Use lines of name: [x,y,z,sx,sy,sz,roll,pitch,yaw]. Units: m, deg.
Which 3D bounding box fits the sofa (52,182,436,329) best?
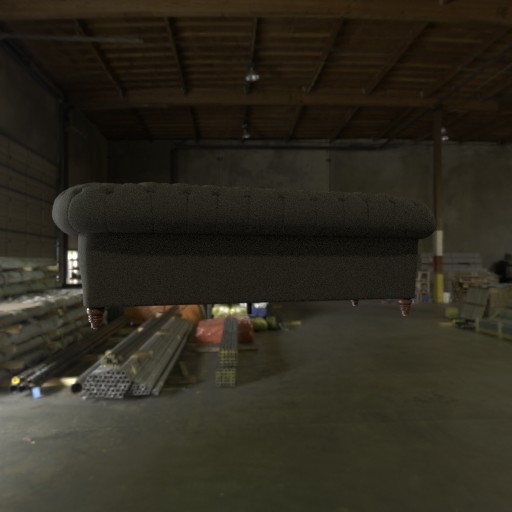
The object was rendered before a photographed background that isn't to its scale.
sofa: [0.000,0.000,2.783,2.362,0.762,0.991,0,-1,-17]
